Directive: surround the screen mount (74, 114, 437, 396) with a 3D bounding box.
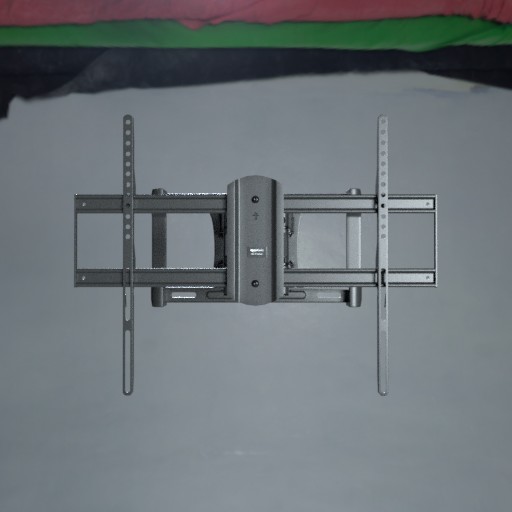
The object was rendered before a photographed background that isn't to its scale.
[{"bbox_3d":[0.000,0.000,1.092,0.661,0.491,0.644,0,0,0],"label":"screen mount"}]
